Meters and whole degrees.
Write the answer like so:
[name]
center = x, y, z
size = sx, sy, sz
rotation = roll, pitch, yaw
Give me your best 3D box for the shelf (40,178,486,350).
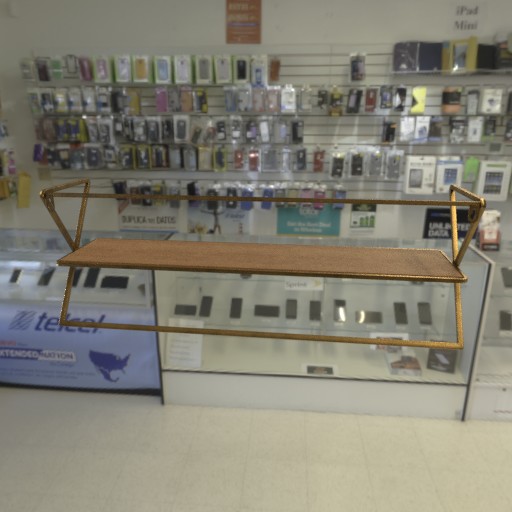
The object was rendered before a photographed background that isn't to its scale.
[shelf]
center = 0.000, 0.000, 0.738
size = 0.645, 0.229, 0.150
rotation = 2, 18, 7
